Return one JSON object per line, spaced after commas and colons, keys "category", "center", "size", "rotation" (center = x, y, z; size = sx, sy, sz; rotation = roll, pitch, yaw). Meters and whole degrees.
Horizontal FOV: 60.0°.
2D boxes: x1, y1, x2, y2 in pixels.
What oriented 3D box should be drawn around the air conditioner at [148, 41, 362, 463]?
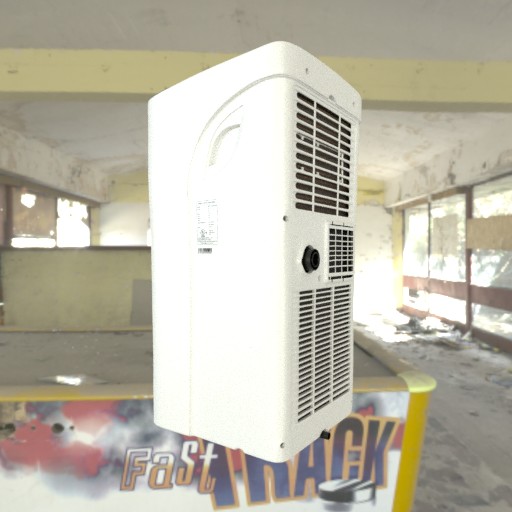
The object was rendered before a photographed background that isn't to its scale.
{"category": "air conditioner", "center": [0.000, 0.000, 0.945], "size": [0.369, 0.716, 0.352], "rotation": [0, 0, 35]}
